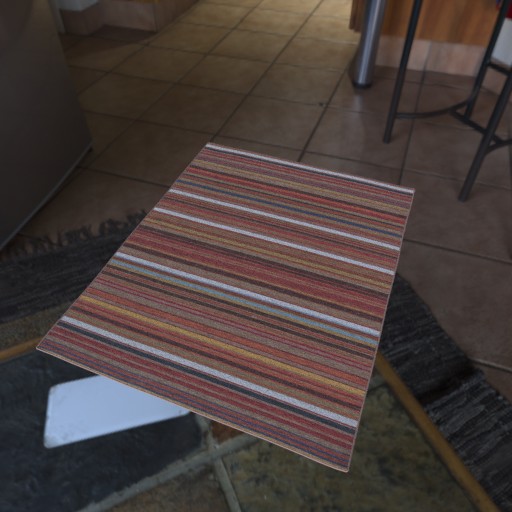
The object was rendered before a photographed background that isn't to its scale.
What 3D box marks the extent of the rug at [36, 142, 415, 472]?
[{"bbox_3d":[0.000,0.000,4.099,2.479,0.023,3.092,16,49,15],"label":"rug"}]
